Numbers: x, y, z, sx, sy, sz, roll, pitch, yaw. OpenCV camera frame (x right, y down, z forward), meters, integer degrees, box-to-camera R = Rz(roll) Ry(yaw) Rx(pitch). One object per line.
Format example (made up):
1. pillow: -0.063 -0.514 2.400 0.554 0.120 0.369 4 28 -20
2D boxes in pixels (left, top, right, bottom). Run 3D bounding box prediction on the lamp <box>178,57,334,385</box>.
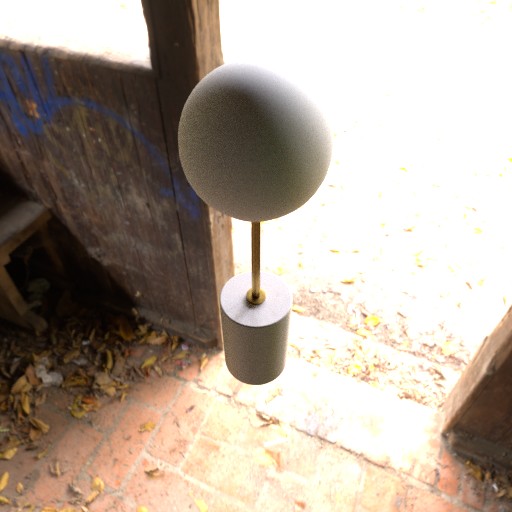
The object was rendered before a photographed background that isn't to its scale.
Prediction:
1. lamp: 0.000 0.000 0.558 0.153 0.480 0.153 0 46 0
